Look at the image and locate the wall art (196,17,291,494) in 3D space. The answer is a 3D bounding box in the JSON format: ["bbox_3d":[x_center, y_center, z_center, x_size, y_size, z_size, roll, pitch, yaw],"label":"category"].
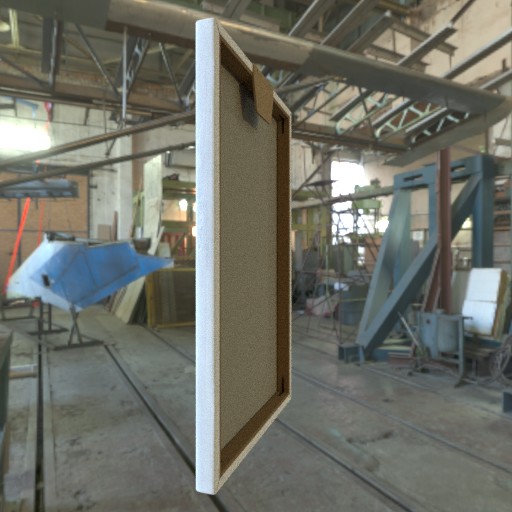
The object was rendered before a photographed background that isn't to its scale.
[{"bbox_3d":[0.000,0.000,1.137,0.048,0.916,0.602,0,0,19],"label":"wall art"}]
